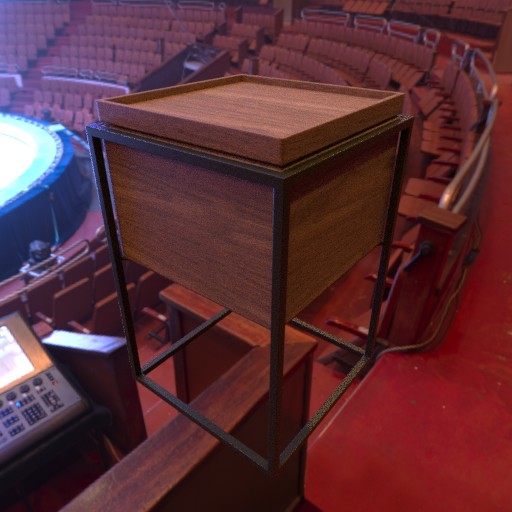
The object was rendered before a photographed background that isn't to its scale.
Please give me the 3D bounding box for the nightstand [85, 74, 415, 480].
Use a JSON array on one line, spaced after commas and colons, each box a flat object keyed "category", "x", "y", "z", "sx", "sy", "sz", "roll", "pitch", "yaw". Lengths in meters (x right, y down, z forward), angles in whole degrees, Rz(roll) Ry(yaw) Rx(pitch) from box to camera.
[{"category": "nightstand", "x": 0.000, "y": 0.000, "z": 0.882, "sx": 0.397, "sy": 0.607, "sz": 0.397, "roll": 22, "pitch": 36, "yaw": 32}]
